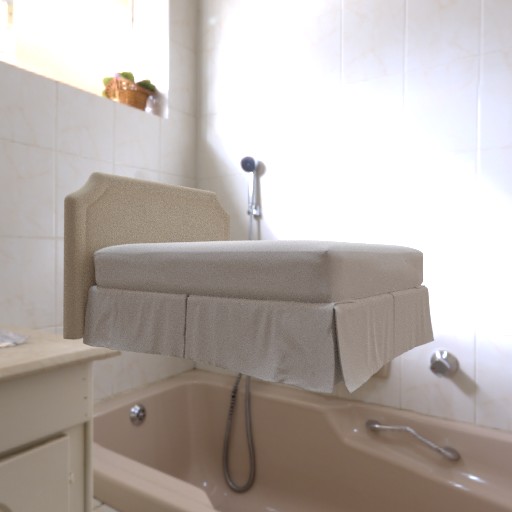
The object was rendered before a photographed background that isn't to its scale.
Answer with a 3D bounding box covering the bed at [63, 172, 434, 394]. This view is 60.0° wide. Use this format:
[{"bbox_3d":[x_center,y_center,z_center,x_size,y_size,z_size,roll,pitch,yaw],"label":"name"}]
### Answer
[{"bbox_3d":[0.000,0.000,3.337,2.209,1.296,1.827,0,0,36],"label":"bed"}]
